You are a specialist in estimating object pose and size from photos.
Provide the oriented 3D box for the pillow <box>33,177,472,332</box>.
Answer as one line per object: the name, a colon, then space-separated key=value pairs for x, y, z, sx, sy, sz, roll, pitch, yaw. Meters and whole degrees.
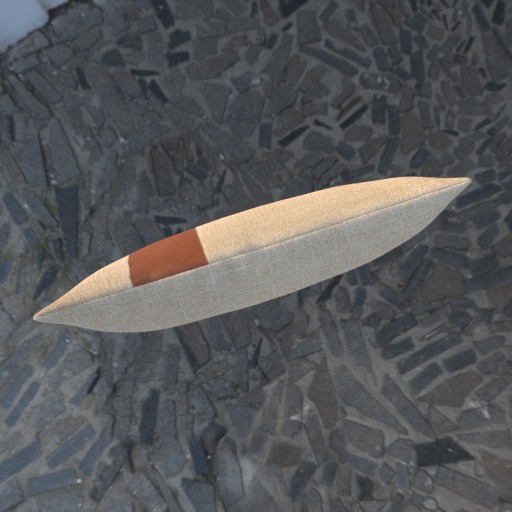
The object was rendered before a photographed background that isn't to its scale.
pillow: x=0.000 y=0.000 z=0.729 sx=0.612 sy=0.282 sz=0.155 roll=-18 pitch=76 yaw=-5
